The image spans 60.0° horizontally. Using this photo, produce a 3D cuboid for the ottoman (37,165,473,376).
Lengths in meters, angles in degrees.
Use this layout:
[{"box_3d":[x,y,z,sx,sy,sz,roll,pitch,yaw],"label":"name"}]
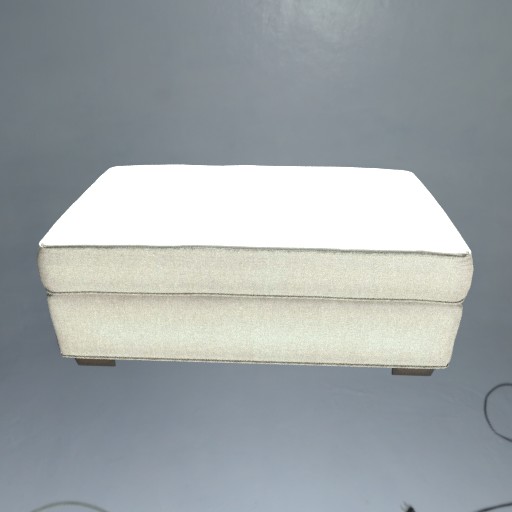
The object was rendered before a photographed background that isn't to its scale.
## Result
[{"box_3d":[0.000,0.000,1.414,1.097,0.448,0.617,1,31,2],"label":"ottoman"}]
